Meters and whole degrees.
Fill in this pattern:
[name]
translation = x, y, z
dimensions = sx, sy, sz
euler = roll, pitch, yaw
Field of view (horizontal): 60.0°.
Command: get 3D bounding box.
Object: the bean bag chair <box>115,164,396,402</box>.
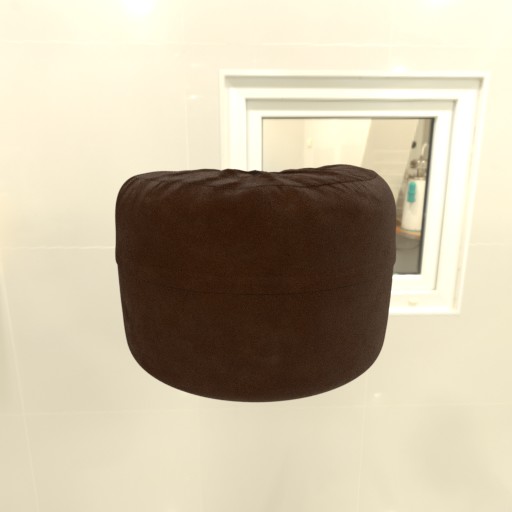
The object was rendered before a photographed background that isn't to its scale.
[bean bag chair]
translation = 0.000, 0.000, 1.521
dimensions = 0.918, 0.616, 0.918
euler = 0, 15, 0
